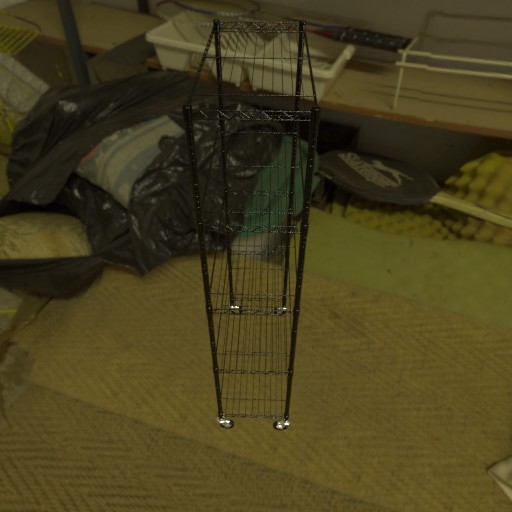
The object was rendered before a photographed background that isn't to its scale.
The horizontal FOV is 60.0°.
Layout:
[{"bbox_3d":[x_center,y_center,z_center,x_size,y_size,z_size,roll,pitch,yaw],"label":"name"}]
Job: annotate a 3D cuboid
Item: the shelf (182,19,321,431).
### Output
[{"bbox_3d":[0.000,0.000,1.889,0.356,1.645,0.762,1,43,1],"label":"shelf"}]
